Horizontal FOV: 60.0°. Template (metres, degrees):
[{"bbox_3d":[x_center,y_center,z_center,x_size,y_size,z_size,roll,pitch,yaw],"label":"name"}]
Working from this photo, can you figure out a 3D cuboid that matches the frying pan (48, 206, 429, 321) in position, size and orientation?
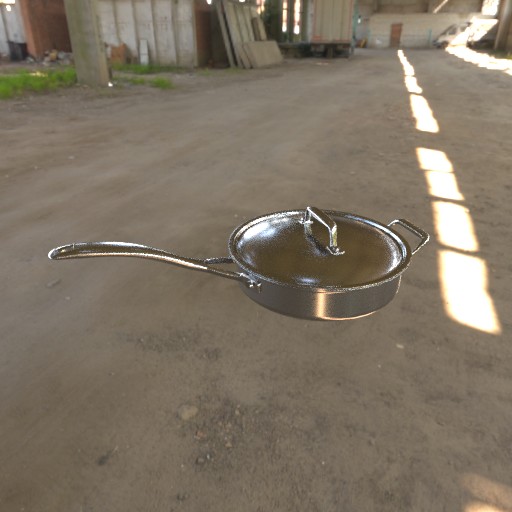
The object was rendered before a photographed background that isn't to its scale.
[{"bbox_3d":[0.000,0.000,0.666,0.561,0.114,0.280,-8,29,-16],"label":"frying pan"}]
